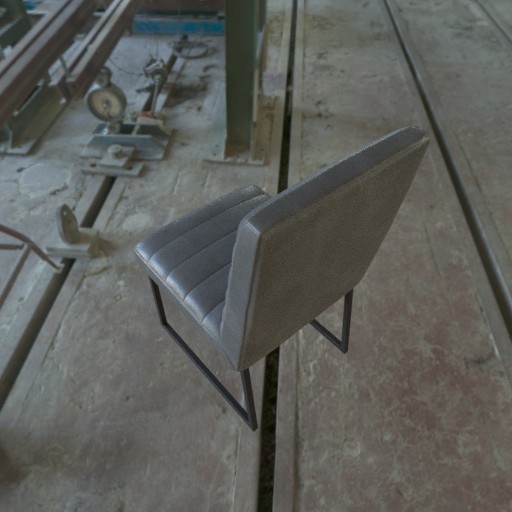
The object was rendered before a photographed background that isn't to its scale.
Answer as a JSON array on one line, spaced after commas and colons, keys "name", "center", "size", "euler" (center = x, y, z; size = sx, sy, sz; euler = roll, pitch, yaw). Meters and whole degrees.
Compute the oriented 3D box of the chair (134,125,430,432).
[{"name": "chair", "center": [0.000, 0.000, 1.343], "size": [0.520, 0.930, 0.634], "euler": [-32, 54, -27]}]
